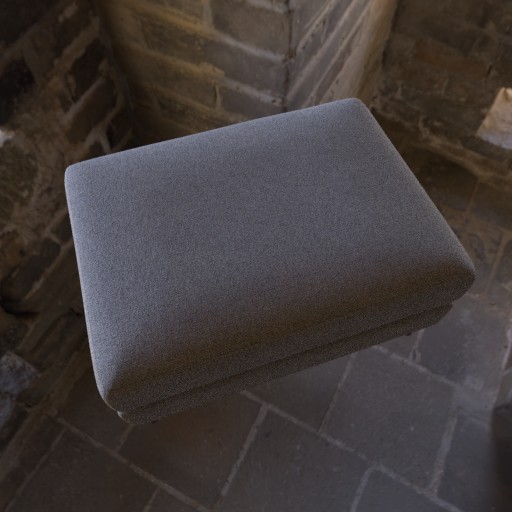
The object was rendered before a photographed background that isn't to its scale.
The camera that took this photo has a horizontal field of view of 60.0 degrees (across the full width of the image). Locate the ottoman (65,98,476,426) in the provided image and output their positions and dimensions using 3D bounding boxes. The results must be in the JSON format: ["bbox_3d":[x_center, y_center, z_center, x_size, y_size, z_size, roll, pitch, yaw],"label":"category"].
[{"bbox_3d":[0.000,0.000,1.165,0.821,0.441,0.611,-16,60,-10],"label":"ottoman"}]
